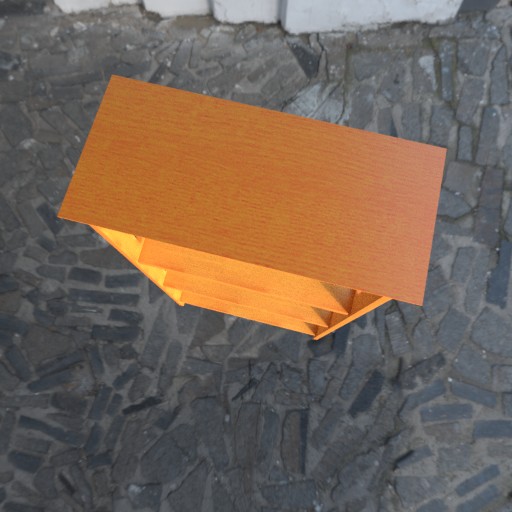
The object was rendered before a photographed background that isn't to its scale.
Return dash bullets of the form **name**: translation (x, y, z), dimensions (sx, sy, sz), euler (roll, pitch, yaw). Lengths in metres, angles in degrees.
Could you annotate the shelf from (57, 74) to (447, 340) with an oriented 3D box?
- **shelf**: translation (0.000, 0.000, 1.329), dimensions (0.660, 1.067, 0.305), euler (14, 76, 4)
